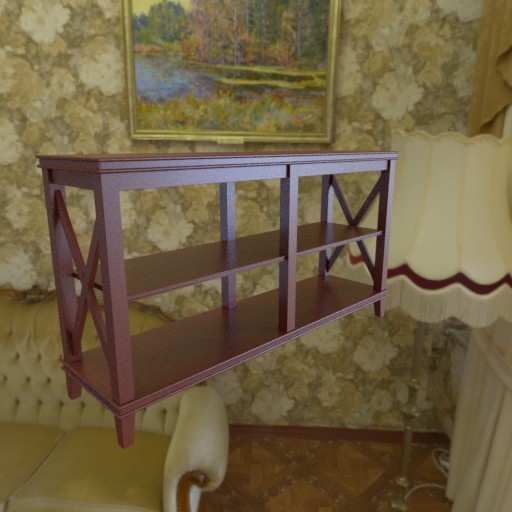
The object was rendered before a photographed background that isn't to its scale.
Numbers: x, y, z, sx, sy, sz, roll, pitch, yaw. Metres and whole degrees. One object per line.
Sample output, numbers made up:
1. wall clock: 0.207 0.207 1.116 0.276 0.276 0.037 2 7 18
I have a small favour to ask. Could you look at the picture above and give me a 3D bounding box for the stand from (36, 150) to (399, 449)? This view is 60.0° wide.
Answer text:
1. stand: 0.000 0.000 1.678 1.372 0.762 0.381 -14 20 -43
